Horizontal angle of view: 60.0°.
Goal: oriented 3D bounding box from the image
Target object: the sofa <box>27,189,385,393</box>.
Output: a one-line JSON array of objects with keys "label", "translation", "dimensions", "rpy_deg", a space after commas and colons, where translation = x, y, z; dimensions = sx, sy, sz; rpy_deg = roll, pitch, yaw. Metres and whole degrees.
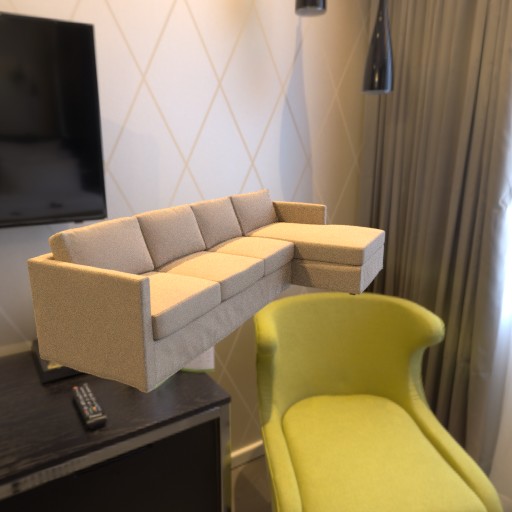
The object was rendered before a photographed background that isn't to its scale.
[{"label": "sofa", "translation": [0.000, 0.000, 3.853], "dimensions": [1.622, 0.871, 3.206], "rpy_deg": [7, 16, 26]}]
